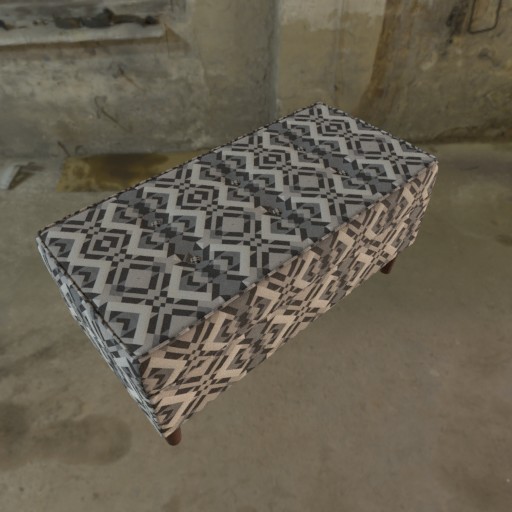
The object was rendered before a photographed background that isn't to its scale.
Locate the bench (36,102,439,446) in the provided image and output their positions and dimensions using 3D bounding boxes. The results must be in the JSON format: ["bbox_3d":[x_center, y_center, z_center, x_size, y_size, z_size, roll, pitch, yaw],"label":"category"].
[{"bbox_3d":[0.000,0.000,1.314,1.016,0.477,0.492,-32,54,-28],"label":"bench"}]
